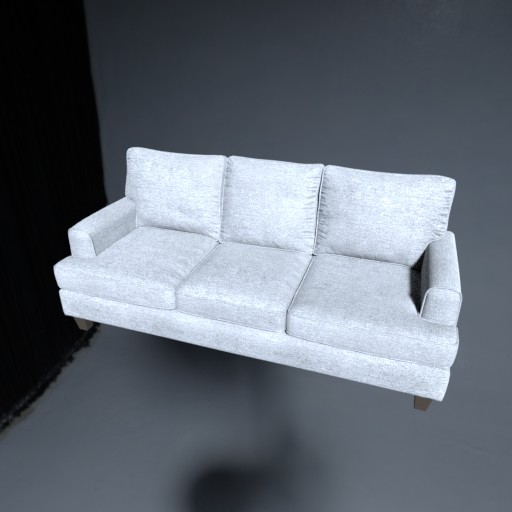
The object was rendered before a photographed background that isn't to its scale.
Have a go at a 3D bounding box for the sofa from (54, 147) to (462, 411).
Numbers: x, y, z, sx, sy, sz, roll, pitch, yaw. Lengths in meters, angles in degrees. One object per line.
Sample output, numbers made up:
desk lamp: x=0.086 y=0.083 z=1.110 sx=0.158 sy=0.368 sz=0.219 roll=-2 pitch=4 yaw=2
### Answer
sofa: x=0.000 y=0.000 z=2.567 sx=2.158 sy=0.965 sz=0.951 roll=9 pitch=29 yaw=17
